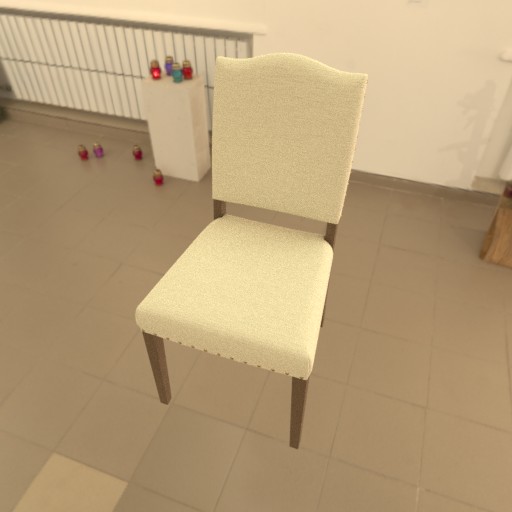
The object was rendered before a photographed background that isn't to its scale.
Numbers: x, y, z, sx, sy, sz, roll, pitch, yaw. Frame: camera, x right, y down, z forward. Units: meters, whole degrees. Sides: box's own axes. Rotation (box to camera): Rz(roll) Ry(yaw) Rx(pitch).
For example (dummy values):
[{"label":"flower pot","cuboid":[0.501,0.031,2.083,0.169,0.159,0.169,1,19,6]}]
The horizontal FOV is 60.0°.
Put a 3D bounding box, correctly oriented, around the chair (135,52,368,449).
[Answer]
[{"label":"chair","cuboid":[0.000,0.000,1.352,0.508,1.015,0.619,13,44,14]}]
